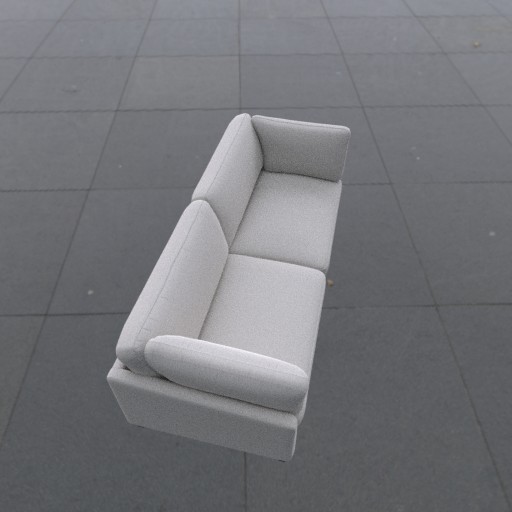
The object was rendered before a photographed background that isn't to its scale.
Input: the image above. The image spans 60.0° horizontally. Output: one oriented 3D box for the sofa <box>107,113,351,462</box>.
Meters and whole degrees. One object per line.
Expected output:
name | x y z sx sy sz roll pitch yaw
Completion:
sofa | 0.000 0.000 2.913 0.957 0.863 2.301 10 48 9
